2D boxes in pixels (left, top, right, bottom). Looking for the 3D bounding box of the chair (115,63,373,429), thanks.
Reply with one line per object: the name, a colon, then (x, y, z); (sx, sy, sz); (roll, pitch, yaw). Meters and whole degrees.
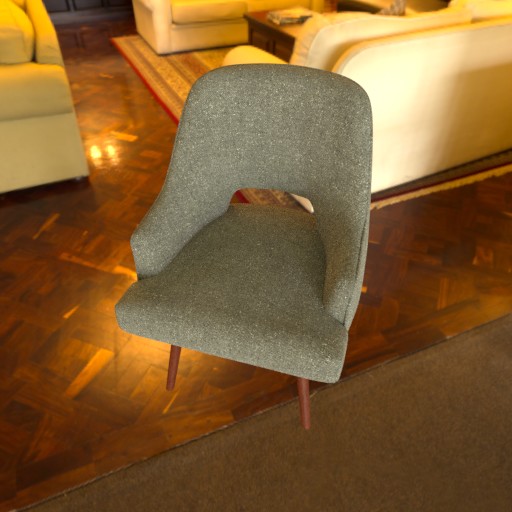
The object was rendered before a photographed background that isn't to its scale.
chair: (0.000, 0.000, 1.267); (0.608, 0.875, 0.629); (11, 42, 13)
